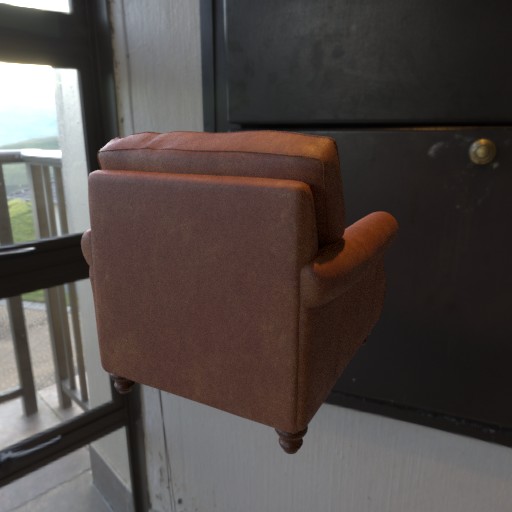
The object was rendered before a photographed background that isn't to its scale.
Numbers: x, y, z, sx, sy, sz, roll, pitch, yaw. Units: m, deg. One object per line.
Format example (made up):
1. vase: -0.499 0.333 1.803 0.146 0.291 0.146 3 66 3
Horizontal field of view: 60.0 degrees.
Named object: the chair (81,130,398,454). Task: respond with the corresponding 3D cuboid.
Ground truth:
1. chair: 0.000 0.000 1.765 0.983 0.962 0.986 8 18 27
